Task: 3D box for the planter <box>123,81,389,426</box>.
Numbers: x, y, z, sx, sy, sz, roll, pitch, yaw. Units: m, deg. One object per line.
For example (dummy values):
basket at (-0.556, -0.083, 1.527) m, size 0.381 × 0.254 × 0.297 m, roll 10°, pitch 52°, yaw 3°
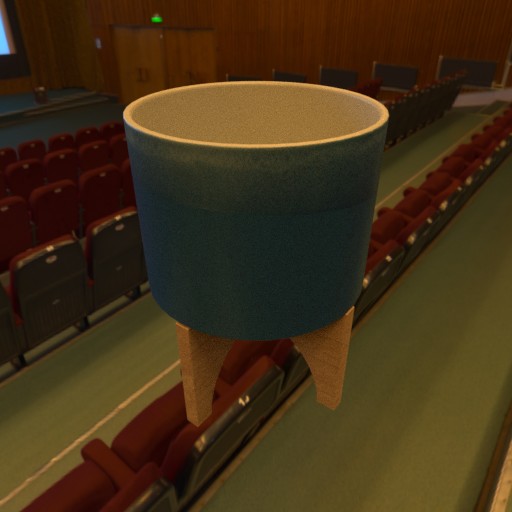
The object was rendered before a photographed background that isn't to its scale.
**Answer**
planter at (0.000, 0.000, 0.399) m, size 0.192 × 0.263 × 0.192 m, roll 0°, pitch 32°, yaw 0°
